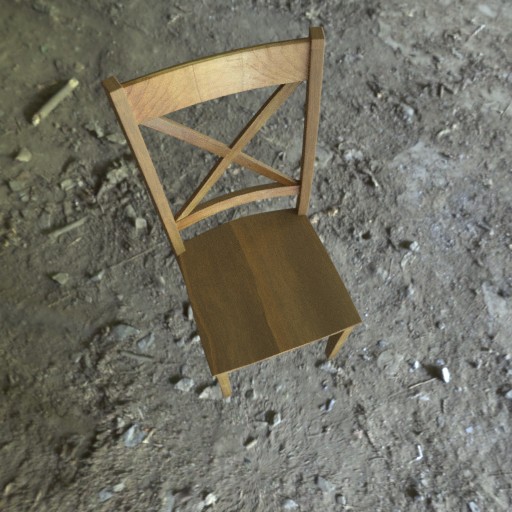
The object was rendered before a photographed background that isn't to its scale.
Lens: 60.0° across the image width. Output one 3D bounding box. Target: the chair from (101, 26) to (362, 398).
[{"bbox_3d":[0.000,0.000,1.265,0.485,0.983,0.542,-18,65,-9],"label":"chair"}]
